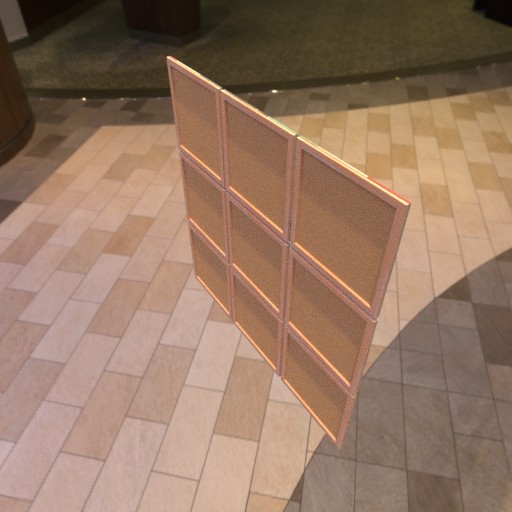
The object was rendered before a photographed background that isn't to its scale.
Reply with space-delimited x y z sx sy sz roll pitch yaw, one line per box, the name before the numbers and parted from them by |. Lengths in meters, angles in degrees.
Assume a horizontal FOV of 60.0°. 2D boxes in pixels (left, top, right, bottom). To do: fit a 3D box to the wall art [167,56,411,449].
wall art | 0.000 0.000 1.333 0.012 0.910 0.911 -25 48 -25
